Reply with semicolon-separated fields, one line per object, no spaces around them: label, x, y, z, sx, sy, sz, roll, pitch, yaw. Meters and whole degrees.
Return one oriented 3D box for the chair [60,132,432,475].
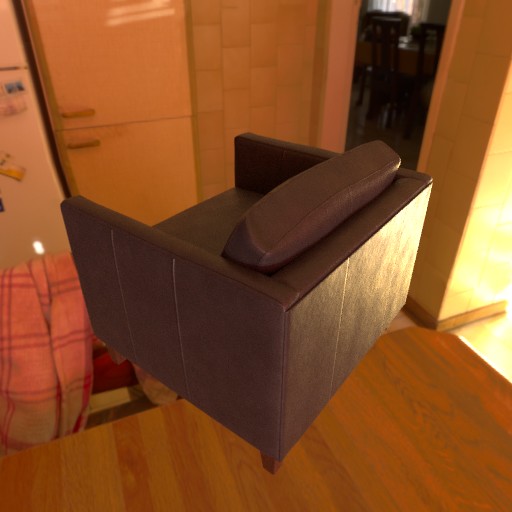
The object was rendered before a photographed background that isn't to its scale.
chair;0.000;0.000;1.591;0.862;0.811;0.939;22;38;31
